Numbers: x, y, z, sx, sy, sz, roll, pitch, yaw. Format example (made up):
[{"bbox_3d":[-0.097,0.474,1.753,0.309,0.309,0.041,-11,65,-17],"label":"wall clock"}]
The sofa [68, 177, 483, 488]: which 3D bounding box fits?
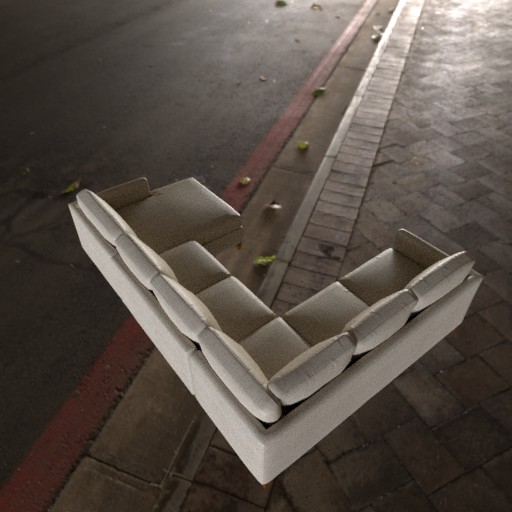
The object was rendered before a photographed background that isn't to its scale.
[{"bbox_3d":[0.000,0.000,4.581,2.594,0.961,3.460,-27,48,-27],"label":"sofa"}]
